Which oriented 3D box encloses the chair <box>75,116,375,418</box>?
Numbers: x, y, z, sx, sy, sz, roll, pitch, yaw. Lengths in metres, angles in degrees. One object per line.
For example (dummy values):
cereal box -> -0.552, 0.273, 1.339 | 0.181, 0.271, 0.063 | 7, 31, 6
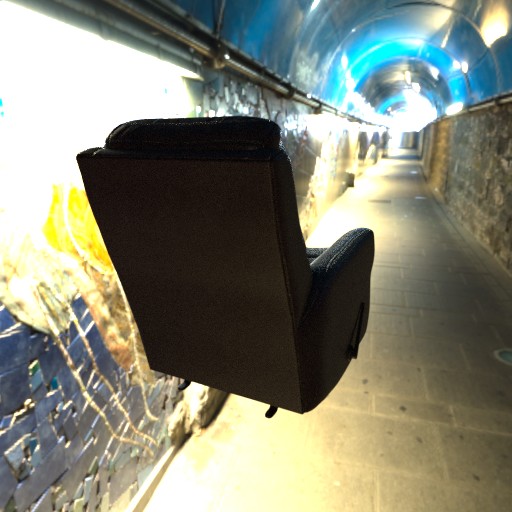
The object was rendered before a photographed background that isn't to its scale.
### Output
chair -> 0.000, 0.000, 1.770 | 0.829, 1.030, 1.080 | 8, 17, 27
